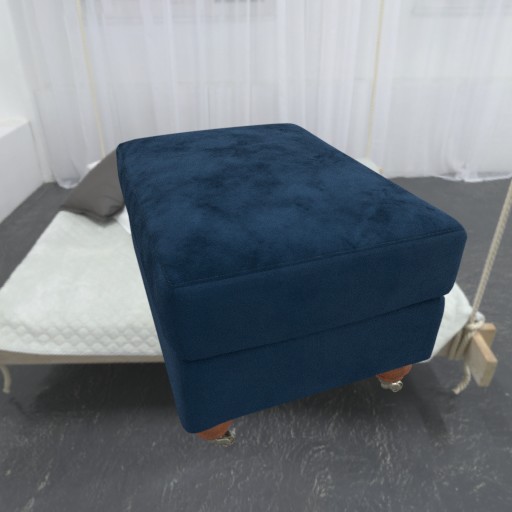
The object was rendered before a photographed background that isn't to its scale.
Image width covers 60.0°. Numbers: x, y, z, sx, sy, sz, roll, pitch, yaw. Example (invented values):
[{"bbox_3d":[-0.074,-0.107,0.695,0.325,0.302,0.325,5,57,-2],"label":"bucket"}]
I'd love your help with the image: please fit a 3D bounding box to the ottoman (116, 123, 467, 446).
[{"bbox_3d":[0.000,0.000,1.113,0.572,0.503,0.773,-11,33,-17],"label":"ottoman"}]
